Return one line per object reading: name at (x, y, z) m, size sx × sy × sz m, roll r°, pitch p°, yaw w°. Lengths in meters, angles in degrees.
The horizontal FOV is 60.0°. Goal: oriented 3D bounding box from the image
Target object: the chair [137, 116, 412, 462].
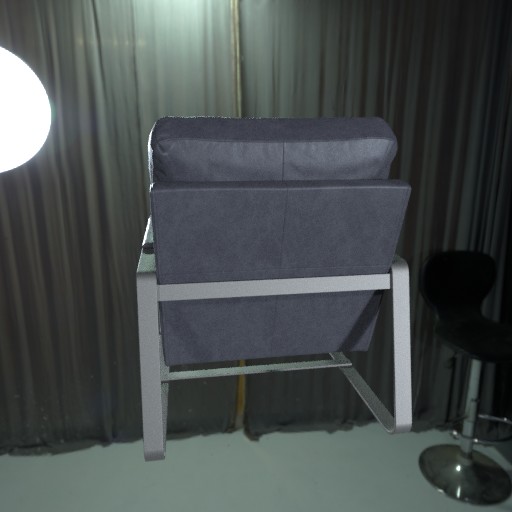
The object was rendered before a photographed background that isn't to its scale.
chair at (0.000, 0.000, 1.451) m, size 0.692 × 0.839 × 0.878 m, roll -2°, pitch 14°, yaw -9°
